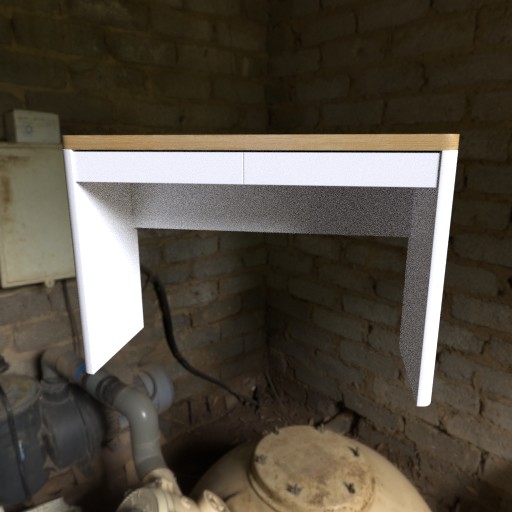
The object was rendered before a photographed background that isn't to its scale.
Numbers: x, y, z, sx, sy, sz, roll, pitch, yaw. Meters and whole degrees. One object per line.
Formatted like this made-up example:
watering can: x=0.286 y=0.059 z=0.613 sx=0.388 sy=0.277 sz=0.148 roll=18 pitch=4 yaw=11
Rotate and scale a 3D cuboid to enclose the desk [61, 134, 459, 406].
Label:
desk: x=0.000 y=0.000 z=1.454 sx=1.100 sy=0.760 sz=0.390 roll=3 pitch=14 yaw=10
